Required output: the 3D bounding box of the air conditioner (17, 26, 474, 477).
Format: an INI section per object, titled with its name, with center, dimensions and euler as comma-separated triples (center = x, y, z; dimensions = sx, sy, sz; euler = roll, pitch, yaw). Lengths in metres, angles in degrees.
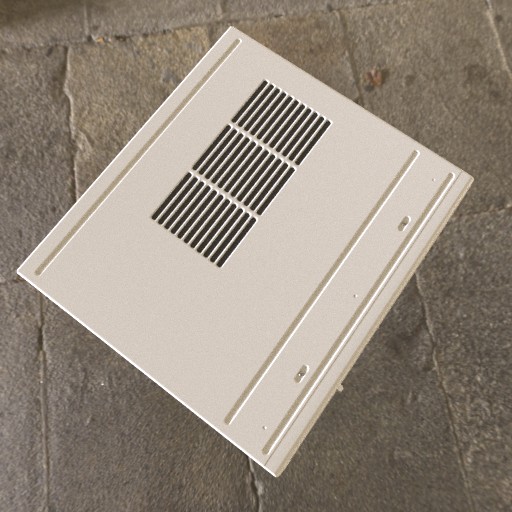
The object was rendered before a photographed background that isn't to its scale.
[air conditioner]
center = 0.000, 0.000, 1.031
dimensions = 0.599, 0.455, 0.645
euler = 35, 79, 8
